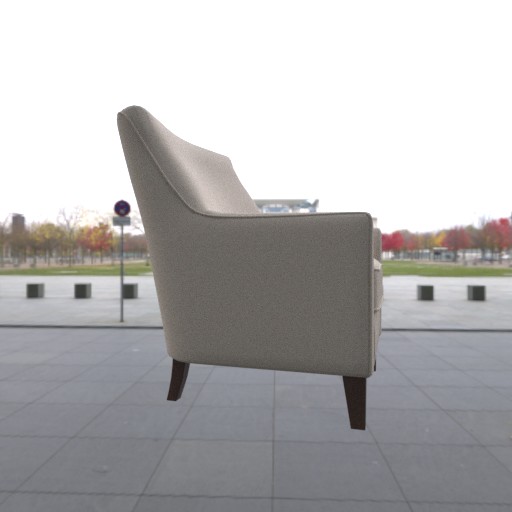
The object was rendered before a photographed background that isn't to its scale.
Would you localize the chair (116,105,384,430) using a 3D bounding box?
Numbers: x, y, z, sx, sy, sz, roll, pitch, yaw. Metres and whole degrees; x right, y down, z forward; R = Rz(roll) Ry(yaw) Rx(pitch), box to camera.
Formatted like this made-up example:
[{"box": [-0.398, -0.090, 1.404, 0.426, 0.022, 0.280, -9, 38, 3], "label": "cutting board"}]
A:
[{"box": [0.000, 0.000, 1.596, 0.879, 0.916, 0.756, 0, 0, 18], "label": "chair"}]
